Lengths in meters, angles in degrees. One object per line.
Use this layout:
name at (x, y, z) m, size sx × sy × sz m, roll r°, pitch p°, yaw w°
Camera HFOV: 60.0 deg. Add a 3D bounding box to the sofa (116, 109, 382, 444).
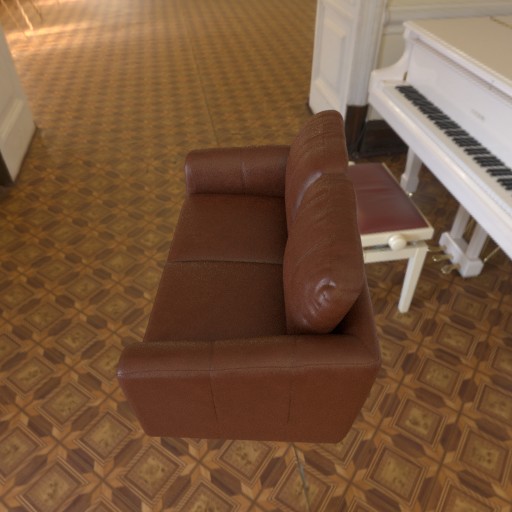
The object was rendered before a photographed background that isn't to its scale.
sofa at (0.000, 0.000, 1.902) m, size 0.805 × 0.906 × 1.406 m, roll 2°, pitch 41°, yaw 2°
